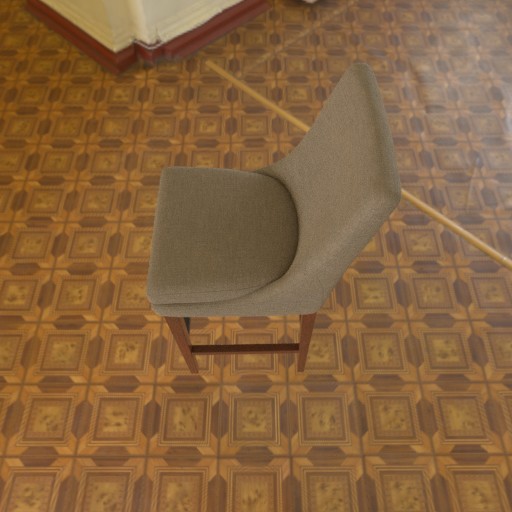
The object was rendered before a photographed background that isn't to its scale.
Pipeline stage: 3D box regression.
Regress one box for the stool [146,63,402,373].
[{"bbox_3d":[0.000,0.000,1.382,0.577,1.078,0.470,-1,59,0],"label":"stool"}]
